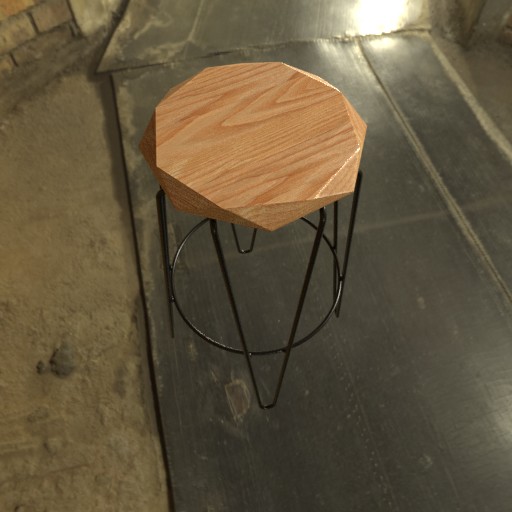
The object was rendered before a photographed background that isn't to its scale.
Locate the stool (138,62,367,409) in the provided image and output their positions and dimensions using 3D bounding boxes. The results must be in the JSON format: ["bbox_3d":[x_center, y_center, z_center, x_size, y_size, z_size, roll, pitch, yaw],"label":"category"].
[{"bbox_3d":[0.000,0.000,0.792,0.326,0.610,0.326,34,65,18],"label":"stool"}]
